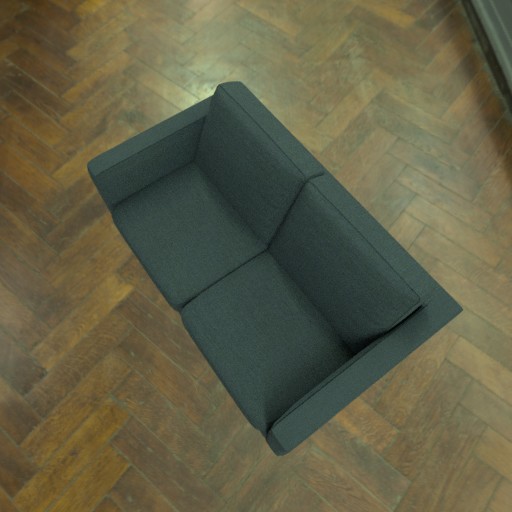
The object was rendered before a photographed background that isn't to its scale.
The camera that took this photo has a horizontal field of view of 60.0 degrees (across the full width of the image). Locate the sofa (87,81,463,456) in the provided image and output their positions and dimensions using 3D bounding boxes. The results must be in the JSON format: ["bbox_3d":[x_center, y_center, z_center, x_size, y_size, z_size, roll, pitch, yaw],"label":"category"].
[{"bbox_3d":[0.000,0.000,2.282,0.999,0.907,1.659,-33,69,-15],"label":"sofa"}]
